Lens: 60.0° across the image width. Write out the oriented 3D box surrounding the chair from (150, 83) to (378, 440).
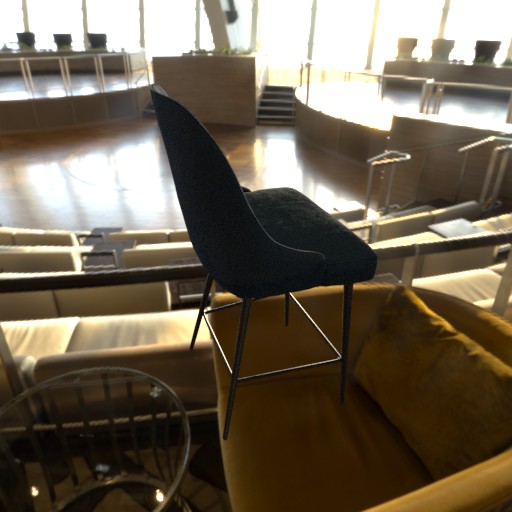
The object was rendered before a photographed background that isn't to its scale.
[{"bbox_3d":[0.000,0.000,1.270,0.489,0.927,0.526,-10,31,-18],"label":"chair"}]
